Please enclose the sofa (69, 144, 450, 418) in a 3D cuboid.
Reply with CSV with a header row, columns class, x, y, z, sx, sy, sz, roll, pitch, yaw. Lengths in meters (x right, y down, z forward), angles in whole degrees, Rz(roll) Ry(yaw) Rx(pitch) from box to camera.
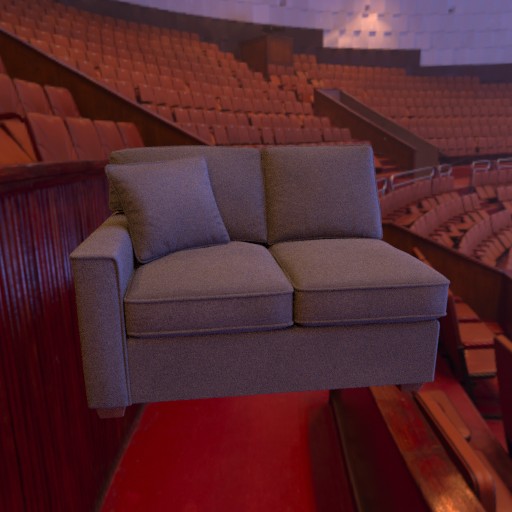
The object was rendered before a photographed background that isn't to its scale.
class,x,y,z,sx,sy,sz,roll,pitch,yaw
sofa,0.000,0.000,2.039,1.388,0.989,0.991,-2,15,-8
